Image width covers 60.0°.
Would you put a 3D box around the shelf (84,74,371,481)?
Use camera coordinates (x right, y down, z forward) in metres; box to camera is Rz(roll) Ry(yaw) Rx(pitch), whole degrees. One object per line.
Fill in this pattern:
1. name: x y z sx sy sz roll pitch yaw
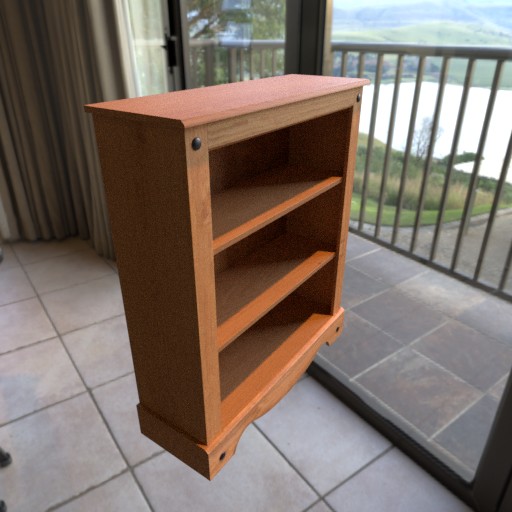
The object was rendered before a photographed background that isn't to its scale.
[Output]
1. shelf: 0.000 0.000 1.385 0.291 0.980 0.840 18 32 31
